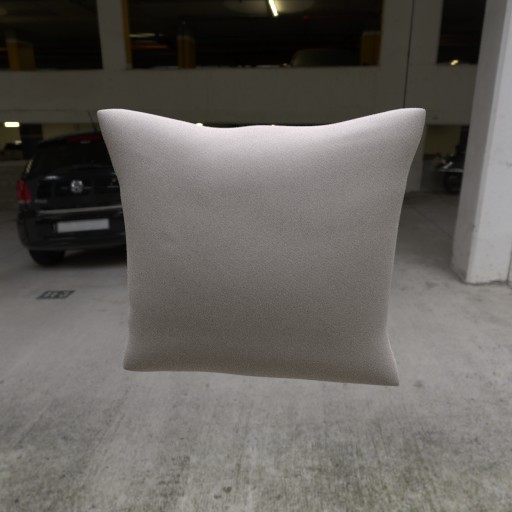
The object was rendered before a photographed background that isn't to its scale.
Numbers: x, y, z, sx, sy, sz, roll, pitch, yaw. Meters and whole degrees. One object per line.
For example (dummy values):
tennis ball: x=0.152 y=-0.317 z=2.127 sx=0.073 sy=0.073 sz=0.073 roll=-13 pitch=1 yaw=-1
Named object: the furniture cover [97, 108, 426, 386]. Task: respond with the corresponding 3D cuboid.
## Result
furniture cover: x=0.000 y=0.000 z=0.806 sx=0.552 sy=0.509 sz=0.193 roll=2 pitch=17 yaw=6
